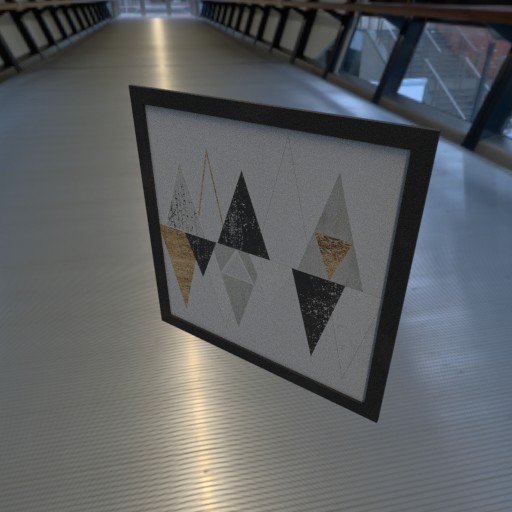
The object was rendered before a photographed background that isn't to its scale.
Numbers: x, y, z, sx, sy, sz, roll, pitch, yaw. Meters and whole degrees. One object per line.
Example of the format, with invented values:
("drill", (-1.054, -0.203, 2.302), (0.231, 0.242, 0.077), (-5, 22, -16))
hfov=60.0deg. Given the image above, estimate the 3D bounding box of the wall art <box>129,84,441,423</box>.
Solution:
("wall art", (0.000, 0.000, 1.235), (0.823, 0.823, 0.013), (19, 36, 28))
